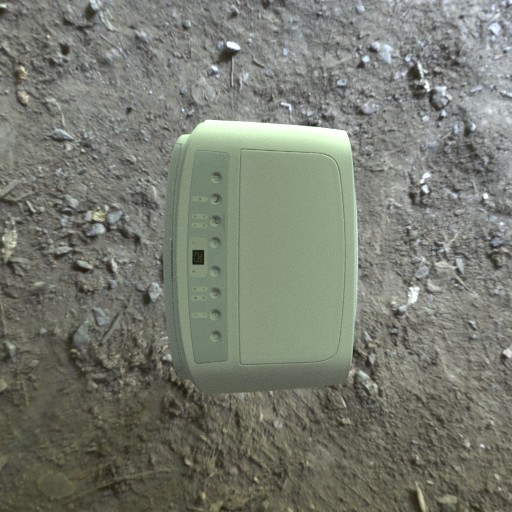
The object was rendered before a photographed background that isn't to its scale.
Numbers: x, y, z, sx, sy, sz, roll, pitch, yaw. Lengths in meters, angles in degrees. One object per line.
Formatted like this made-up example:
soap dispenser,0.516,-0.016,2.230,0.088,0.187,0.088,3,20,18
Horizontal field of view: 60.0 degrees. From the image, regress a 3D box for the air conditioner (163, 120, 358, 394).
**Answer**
air conditioner,0.000,0.000,0.979,0.365,0.700,0.454,0,90,0
